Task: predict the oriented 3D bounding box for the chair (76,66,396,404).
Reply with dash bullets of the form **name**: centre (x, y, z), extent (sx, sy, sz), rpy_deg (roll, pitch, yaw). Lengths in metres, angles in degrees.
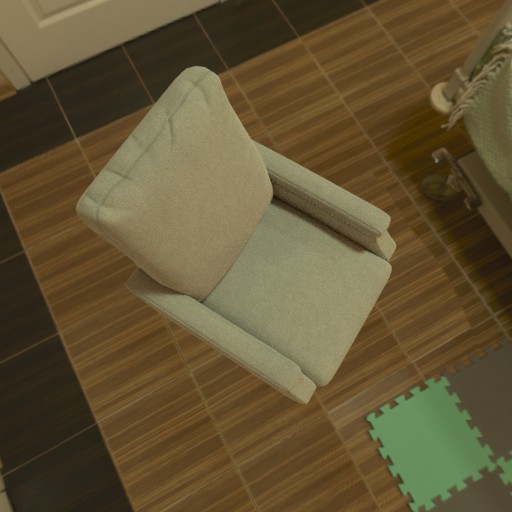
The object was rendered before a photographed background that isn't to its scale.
- **chair**: centre (0.000, 0.000, 1.619), extent (0.922, 1.049, 0.710), rpy_deg (31, 76, 9)
